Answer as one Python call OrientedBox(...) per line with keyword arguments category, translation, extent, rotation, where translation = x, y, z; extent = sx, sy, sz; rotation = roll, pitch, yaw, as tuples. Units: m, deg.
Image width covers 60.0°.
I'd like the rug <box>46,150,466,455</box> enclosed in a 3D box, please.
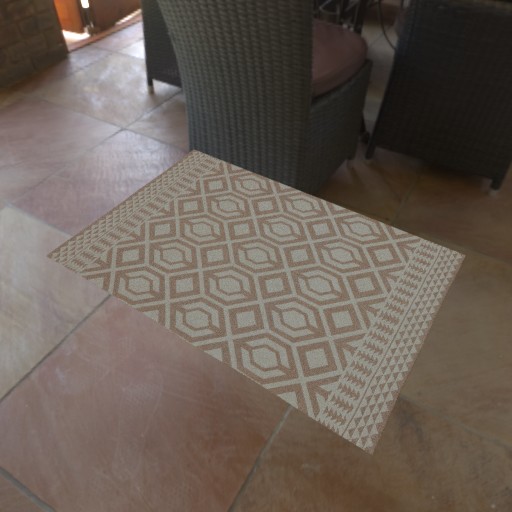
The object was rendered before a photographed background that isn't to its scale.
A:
OrientedBox(category="rug", translation=(0.000, 0.000, 2.322), extent=(1.829, 0.008, 1.219), rotation=(25, 51, 23))
